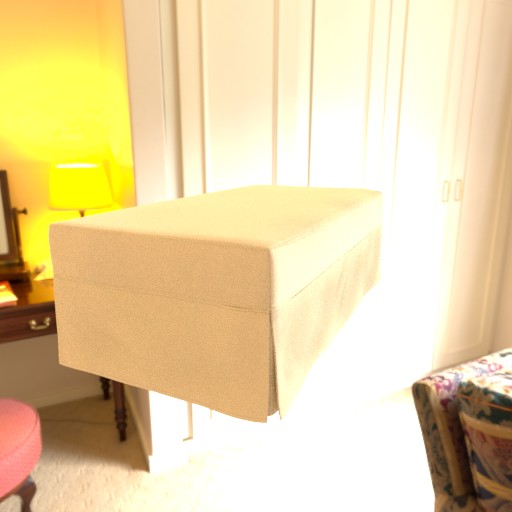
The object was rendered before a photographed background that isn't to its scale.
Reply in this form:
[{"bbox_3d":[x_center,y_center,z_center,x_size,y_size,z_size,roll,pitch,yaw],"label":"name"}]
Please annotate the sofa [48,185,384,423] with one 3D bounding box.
[{"bbox_3d":[0.000,0.000,2.131,0.939,0.552,1.677,7,16,25],"label":"sofa"}]
